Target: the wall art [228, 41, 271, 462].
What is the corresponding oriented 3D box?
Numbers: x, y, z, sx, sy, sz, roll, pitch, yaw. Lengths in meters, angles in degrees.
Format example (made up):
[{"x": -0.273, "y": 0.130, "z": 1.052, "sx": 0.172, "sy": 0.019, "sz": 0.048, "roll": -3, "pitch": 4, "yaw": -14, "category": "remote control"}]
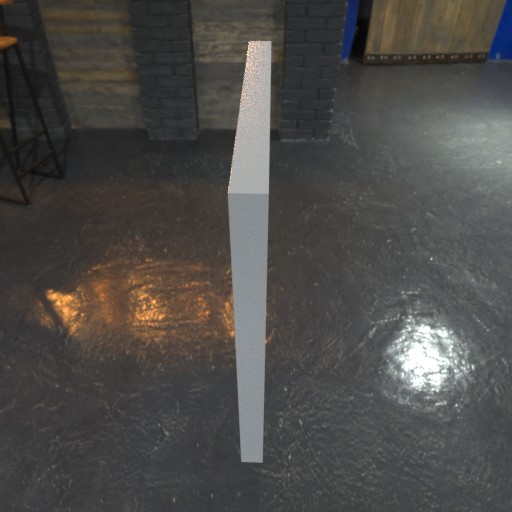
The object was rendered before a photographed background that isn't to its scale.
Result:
[{"x": 0.000, "y": 0.000, "z": 0.753, "sx": 0.037, "sy": 0.554, "sz": 0.453, "roll": 1, "pitch": 42, "yaw": 1, "category": "wall art"}]
